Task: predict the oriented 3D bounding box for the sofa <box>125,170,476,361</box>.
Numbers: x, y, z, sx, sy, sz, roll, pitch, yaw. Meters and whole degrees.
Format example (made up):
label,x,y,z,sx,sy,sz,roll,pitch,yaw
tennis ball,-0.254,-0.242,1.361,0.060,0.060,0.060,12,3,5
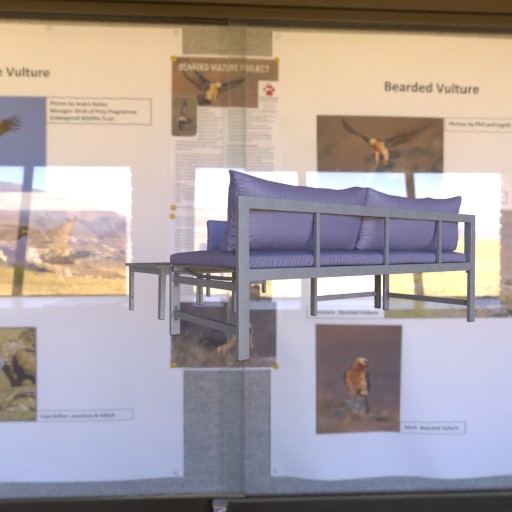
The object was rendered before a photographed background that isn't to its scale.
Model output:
label,x,y,z,sx,sy,sz,roll,pitch,yaw
sofa,0.000,0.000,3.024,1.658,0.762,2.149,-1,1,-35
